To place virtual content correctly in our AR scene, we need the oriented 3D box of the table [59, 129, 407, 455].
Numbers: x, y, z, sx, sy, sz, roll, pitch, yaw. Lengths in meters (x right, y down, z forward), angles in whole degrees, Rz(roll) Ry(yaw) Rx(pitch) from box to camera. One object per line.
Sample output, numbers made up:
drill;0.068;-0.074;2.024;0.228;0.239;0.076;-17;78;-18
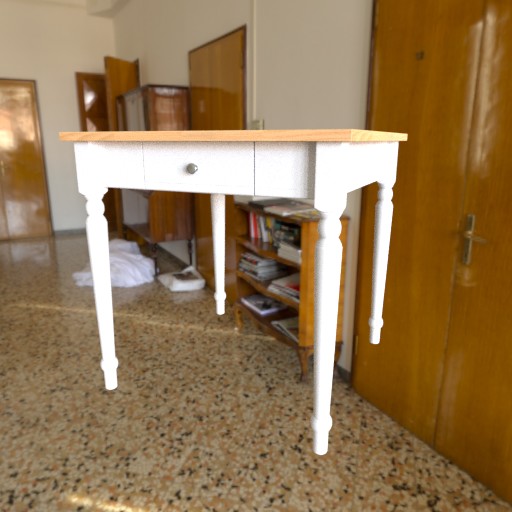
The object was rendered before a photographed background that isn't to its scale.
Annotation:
table;0.000;0.000;1.381;0.747;0.738;0.747;7;16;25
